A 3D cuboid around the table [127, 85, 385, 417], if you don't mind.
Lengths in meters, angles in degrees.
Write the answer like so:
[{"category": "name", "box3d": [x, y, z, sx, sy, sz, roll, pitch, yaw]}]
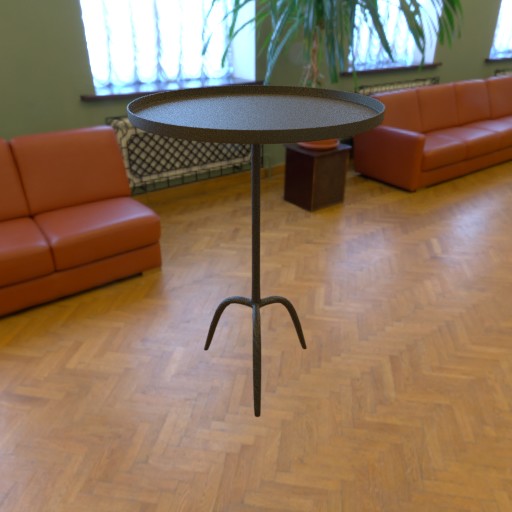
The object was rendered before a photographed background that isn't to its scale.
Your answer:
[{"category": "table", "box3d": [0.000, 0.000, 1.053, 0.502, 0.700, 0.502, -20, 34, -32]}]
